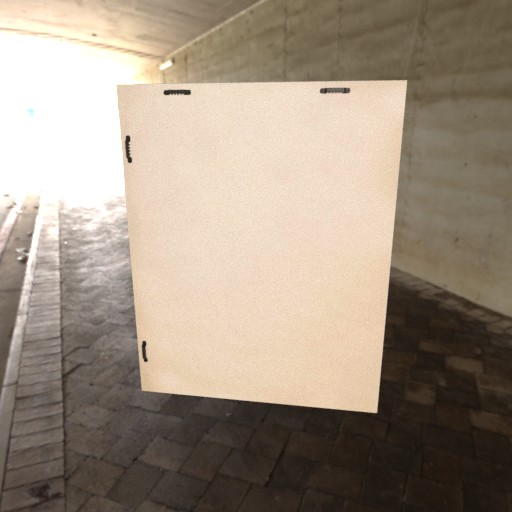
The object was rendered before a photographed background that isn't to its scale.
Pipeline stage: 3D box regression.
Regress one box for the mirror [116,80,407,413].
[{"bbox_3d":[0.000,0.000,0.696,0.405,0.508,0.041,3,17,9],"label":"mirror"}]
